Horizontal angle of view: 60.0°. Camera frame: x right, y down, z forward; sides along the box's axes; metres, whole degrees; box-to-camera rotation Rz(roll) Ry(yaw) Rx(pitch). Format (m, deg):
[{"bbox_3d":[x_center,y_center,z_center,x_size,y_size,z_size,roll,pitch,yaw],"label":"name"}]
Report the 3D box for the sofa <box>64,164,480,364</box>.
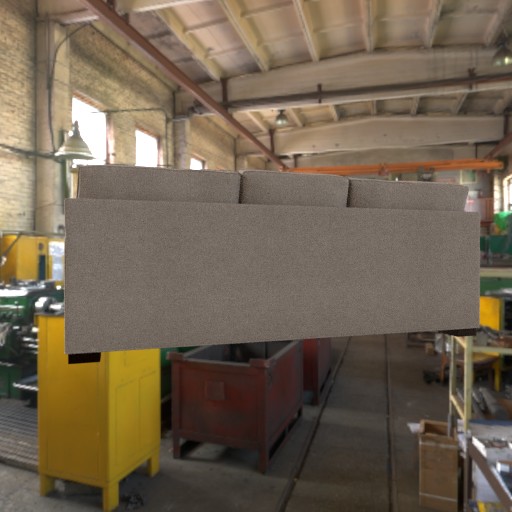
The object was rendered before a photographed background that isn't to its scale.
[{"bbox_3d":[0.000,0.000,2.792,2.087,0.861,1.496,0,1,-17],"label":"sofa"}]
